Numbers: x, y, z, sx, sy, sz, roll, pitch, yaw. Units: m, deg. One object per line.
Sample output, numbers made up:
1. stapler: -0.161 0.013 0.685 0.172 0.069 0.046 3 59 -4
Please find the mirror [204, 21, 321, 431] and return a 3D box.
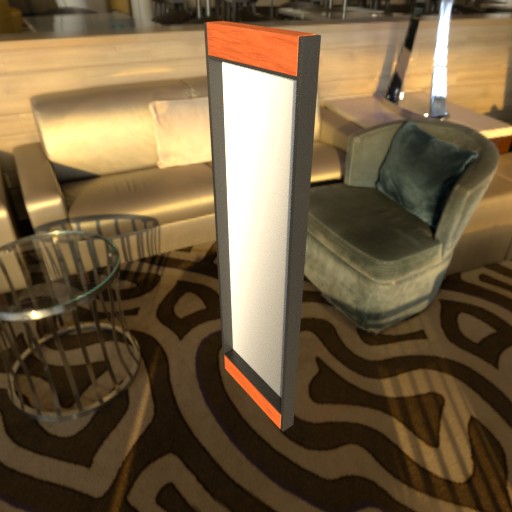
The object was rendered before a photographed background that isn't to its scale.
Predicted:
1. mirror: 0.000 0.000 1.220 0.047 1.123 0.343 -22 39 -30
